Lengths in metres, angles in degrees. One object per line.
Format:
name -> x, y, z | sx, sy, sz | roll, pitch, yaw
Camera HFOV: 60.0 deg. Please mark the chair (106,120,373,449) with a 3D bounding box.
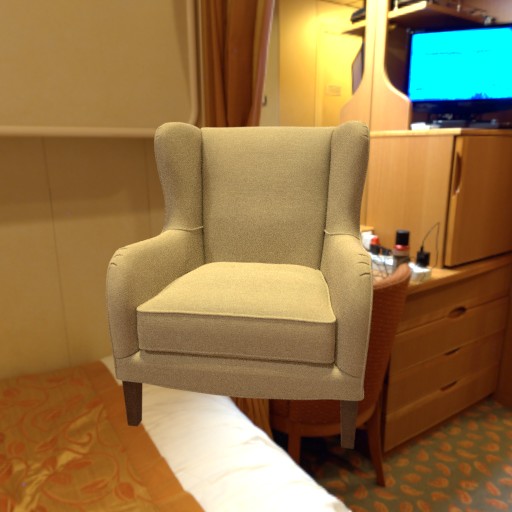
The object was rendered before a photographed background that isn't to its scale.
chair -> 0.000, 0.000, 1.757 | 0.838, 1.040, 0.966 | 2, 14, 9
